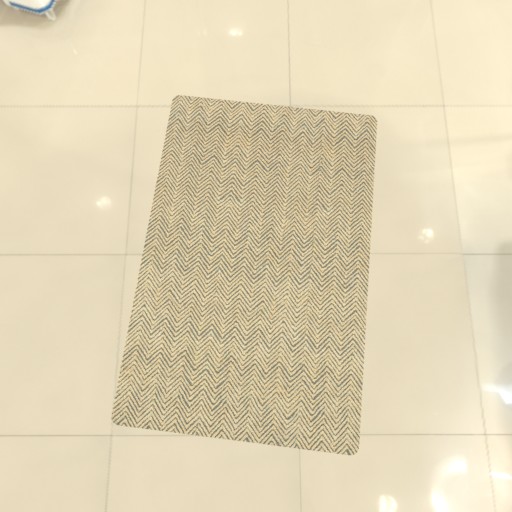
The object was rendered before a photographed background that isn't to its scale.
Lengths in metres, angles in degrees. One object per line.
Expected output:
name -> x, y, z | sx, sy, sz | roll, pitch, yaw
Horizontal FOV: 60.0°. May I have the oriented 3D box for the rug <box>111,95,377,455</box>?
rug -> 0.000, 0.000, 2.247 | 1.144, 0.008, 1.752 | 7, 75, 2
